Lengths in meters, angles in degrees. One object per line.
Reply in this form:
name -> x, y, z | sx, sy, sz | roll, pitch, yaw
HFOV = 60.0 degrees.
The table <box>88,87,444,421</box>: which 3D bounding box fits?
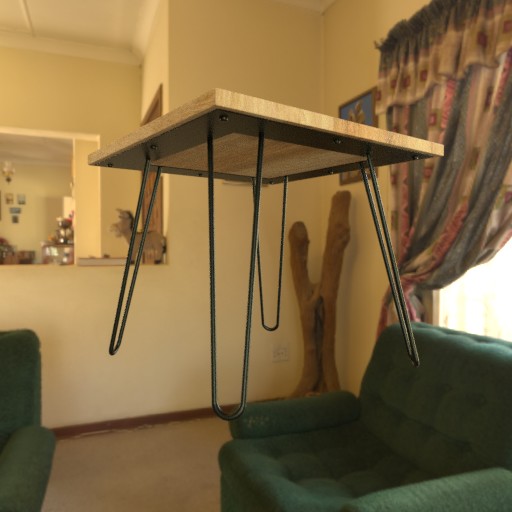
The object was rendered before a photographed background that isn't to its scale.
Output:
table -> 0.000, 0.000, 1.052 | 0.599, 0.500, 0.599 | -1, 2, -37
